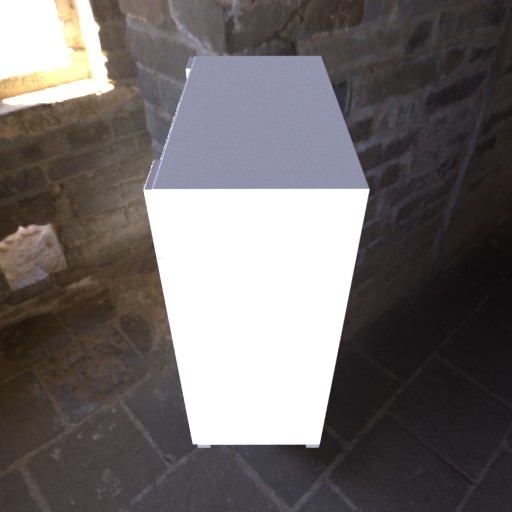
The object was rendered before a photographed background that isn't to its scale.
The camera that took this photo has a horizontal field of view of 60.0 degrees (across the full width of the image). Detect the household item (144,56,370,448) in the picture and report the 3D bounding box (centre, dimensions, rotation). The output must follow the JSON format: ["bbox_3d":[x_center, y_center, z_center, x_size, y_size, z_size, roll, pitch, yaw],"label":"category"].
[{"bbox_3d":[0.000,0.000,1.450,0.420,1.010,0.790,0,41,0],"label":"household item"}]
